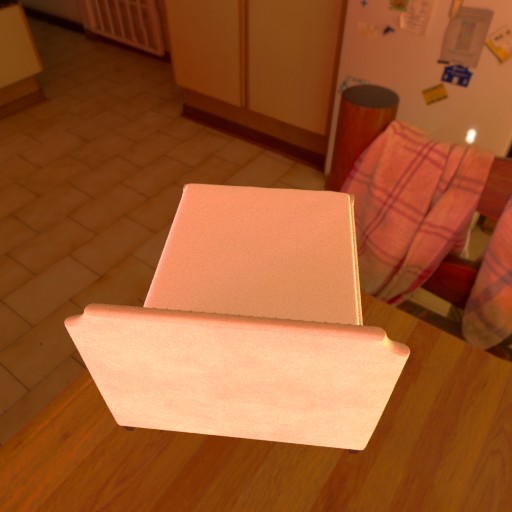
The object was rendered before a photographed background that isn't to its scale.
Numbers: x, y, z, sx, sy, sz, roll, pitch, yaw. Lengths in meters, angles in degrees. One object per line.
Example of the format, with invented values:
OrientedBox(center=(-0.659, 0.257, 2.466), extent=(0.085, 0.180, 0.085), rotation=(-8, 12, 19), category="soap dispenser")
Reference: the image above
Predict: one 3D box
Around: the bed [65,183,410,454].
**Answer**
OrientedBox(center=(0.000, 0.000, 3.382), extent=(1.712, 1.443, 2.372), rotation=(4, 46, 4), category="bed")
